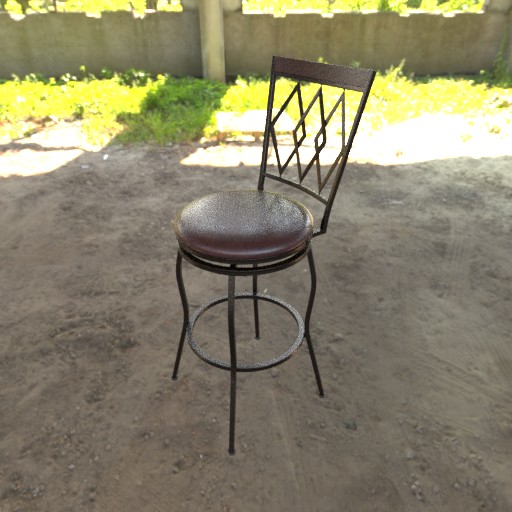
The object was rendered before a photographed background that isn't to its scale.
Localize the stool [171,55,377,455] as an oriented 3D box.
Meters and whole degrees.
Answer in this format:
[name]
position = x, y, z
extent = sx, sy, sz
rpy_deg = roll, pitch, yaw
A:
[stool]
position = 0.000, 0.000, 1.441
extent = 0.521, 1.134, 0.432
rpy_deg = -20, 36, -31
